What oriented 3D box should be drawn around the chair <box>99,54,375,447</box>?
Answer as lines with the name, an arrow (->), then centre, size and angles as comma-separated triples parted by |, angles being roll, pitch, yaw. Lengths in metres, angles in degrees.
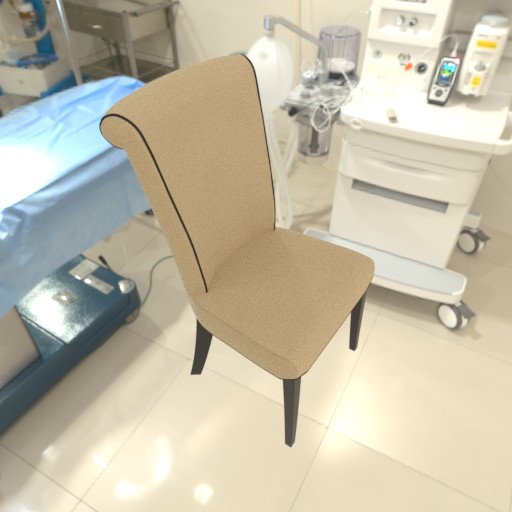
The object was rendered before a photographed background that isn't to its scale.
chair -> 0.000, 0.000, 1.378 | 0.623, 0.997, 0.522 | 26, 48, 25
